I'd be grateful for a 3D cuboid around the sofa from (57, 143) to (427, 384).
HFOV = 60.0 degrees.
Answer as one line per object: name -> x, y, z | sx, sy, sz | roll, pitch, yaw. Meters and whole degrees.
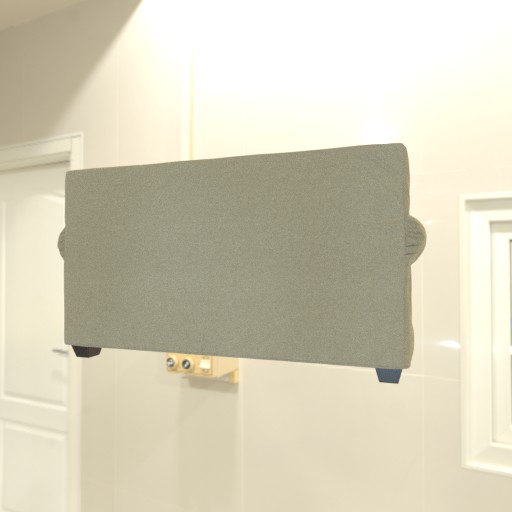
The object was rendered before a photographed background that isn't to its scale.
sofa -> 0.000, 0.000, 2.200 | 1.550, 0.905, 1.070 | 0, -1, 19
